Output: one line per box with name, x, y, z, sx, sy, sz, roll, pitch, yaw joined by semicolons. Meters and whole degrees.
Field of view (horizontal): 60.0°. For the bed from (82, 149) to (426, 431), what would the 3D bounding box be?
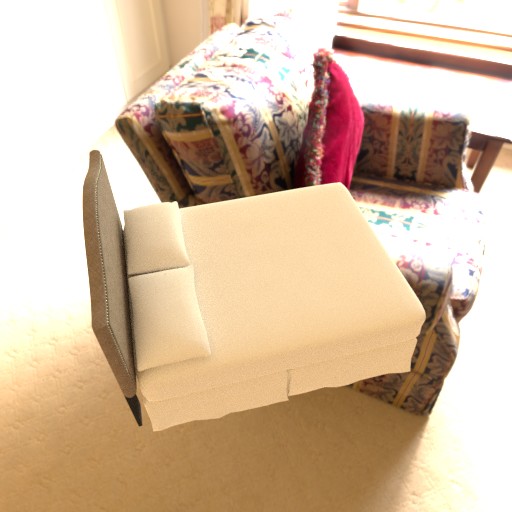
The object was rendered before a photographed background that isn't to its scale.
bed;0.000;0.000;3.342;2.153;1.518;1.713;-11;48;-10
